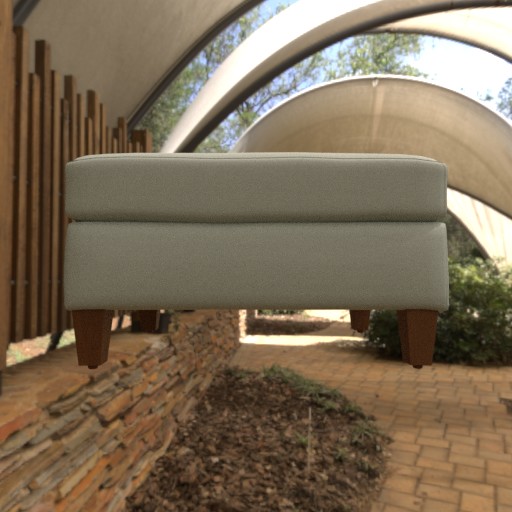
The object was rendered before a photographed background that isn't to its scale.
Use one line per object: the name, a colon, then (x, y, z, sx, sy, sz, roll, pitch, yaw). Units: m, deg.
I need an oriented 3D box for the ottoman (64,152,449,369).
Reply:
ottoman: (0.000, 0.000, 1.219, 0.818, 0.496, 0.634, 0, -1, 0)
